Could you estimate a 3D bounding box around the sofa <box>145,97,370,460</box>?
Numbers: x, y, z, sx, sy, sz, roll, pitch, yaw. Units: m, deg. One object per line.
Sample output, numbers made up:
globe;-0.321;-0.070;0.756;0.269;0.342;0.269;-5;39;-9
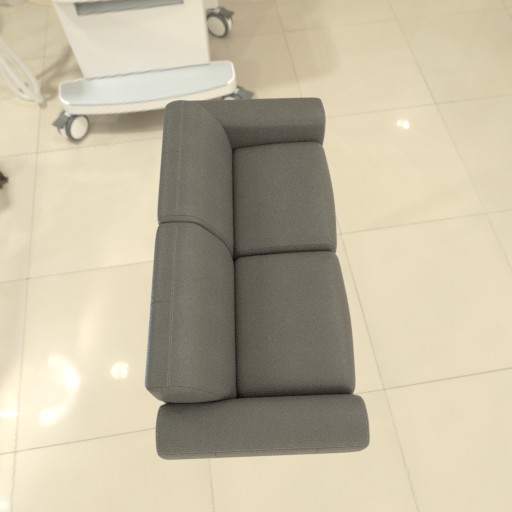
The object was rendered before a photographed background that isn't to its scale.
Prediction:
sofa;0.000;0.000;2.307;0.900;0.772;1.901;-2;64;-1
